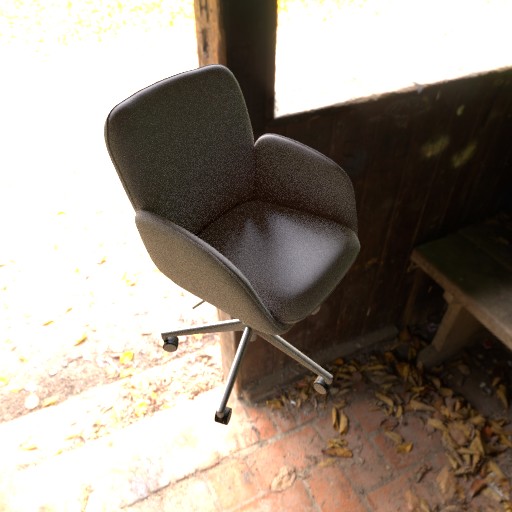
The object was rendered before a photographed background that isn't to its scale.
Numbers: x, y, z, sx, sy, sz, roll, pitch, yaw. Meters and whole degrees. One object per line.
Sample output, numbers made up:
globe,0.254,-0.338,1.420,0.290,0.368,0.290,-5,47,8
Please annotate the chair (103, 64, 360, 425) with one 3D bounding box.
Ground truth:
chair,0.000,0.000,1.368,0.633,0.959,0.648,25,48,26
